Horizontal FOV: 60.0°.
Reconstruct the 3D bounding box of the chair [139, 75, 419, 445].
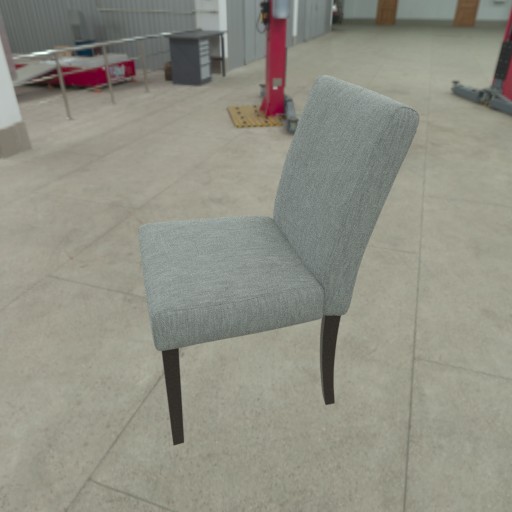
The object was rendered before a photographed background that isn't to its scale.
[{"bbox_3d":[0.000,0.000,1.259,0.629,0.884,0.487,-8,32,-14],"label":"chair"}]
